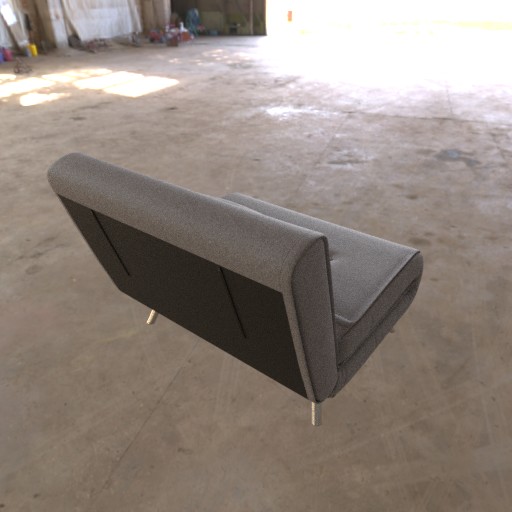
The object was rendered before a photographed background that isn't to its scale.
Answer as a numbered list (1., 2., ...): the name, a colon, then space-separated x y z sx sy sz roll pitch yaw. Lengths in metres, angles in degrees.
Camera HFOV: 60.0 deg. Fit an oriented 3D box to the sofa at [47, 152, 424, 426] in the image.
1. sofa: 0.000 0.000 1.720 1.020 0.825 1.000 22 37 32
